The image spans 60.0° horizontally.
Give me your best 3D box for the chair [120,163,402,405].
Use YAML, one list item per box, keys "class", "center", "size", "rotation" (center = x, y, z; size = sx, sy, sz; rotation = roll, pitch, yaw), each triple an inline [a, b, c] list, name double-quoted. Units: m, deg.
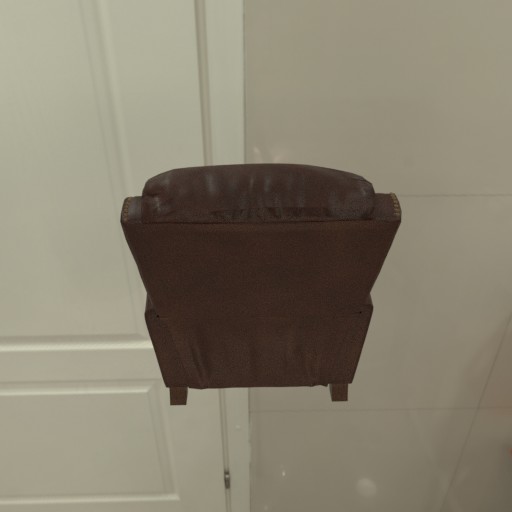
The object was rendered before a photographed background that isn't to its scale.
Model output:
- class: "chair"
  center: [0.000, 0.000, 1.805]
  size: [0.826, 1.022, 1.089]
  rotation: [-1, 30, -1]
